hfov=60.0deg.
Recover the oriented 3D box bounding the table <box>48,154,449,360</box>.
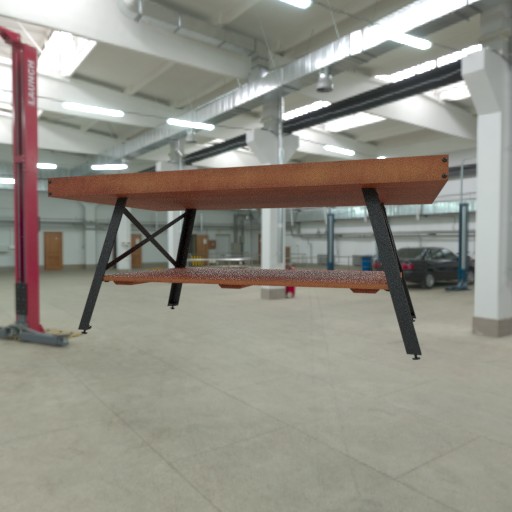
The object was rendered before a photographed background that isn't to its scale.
[{"bbox_3d":[0.000,0.000,1.404,1.067,0.457,0.610,1,2,19],"label":"table"}]
